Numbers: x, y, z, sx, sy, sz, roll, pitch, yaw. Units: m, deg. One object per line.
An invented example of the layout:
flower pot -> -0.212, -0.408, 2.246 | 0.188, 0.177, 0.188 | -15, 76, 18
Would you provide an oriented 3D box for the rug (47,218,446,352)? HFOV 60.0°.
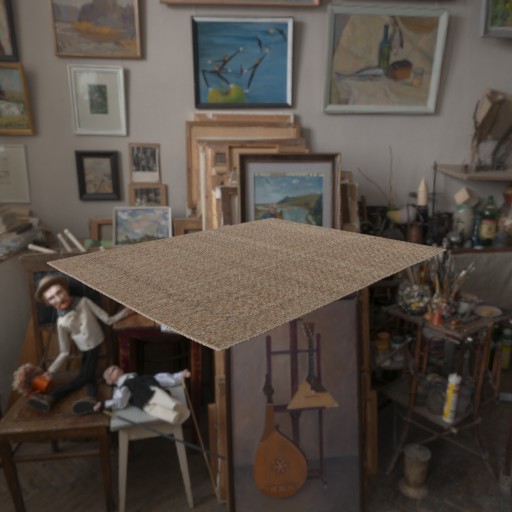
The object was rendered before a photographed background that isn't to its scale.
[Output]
rug -> 0.000, 0.000, 4.239 | 2.439, 0.013, 3.048 | 15, 22, 43
